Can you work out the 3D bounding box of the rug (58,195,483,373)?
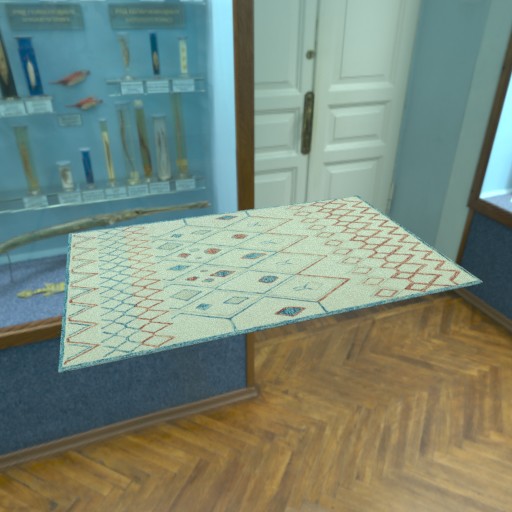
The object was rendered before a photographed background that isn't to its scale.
[{"bbox_3d":[0.000,0.000,3.019,2.438,0.015,1.524,-9,31,-16],"label":"rug"}]
